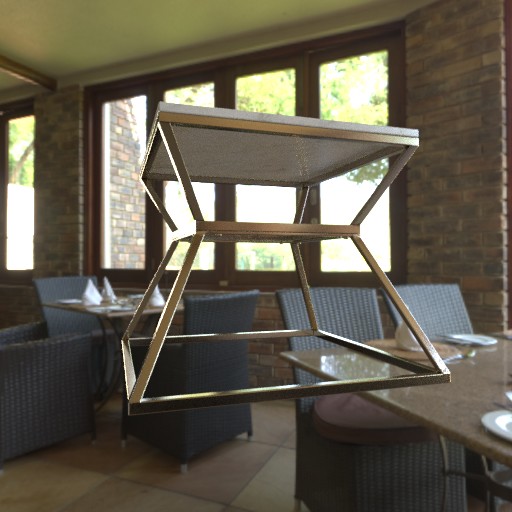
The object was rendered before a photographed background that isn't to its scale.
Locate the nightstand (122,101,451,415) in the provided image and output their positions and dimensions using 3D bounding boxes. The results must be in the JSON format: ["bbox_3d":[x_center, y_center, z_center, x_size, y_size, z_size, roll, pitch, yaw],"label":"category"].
[{"bbox_3d":[0.000,0.000,0.904,0.514,0.426,0.513,0,-1,-18],"label":"nightstand"}]
